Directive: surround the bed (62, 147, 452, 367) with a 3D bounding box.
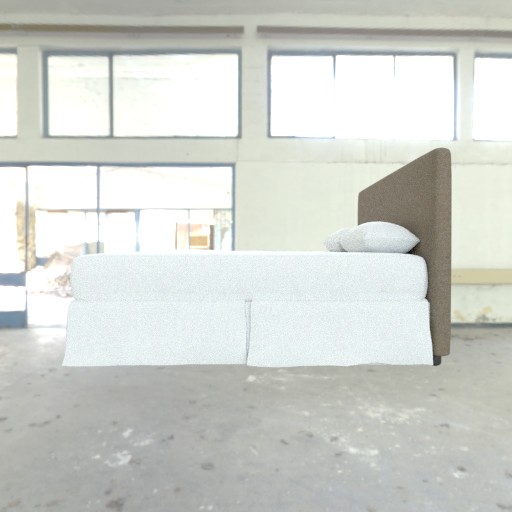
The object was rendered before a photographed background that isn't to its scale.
[{"bbox_3d":[0.000,0.000,3.624,2.341,1.317,2.119,0,1,0],"label":"bed"}]
